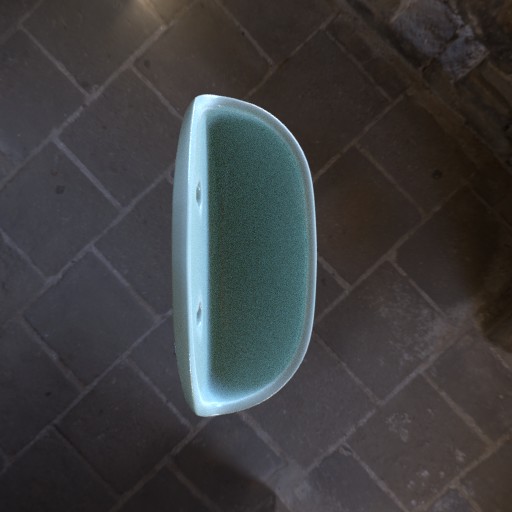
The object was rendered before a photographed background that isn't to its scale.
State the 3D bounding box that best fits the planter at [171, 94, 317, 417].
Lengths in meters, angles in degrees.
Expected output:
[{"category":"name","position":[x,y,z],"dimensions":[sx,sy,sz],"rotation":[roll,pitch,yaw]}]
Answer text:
[{"category":"planter","position":[0.000,0.000,0.272],"dimensions":[0.073,0.164,0.189],"rotation":[0,91,1]}]
